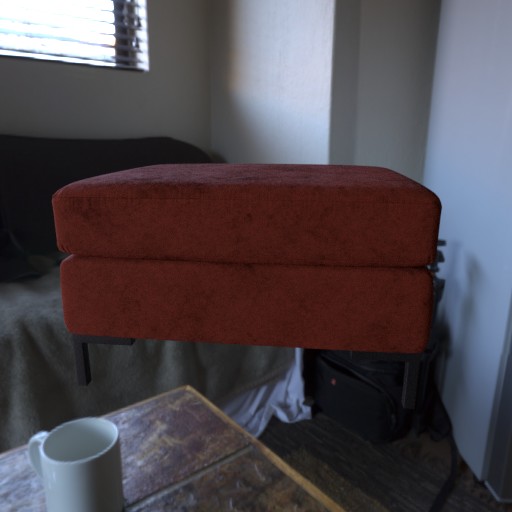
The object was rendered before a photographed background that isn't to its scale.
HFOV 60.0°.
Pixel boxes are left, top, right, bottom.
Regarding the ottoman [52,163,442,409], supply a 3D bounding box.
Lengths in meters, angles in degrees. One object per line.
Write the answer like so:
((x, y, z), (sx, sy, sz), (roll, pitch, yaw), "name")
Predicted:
((0.000, 0.000, 1.186), (0.782, 0.462, 0.650), (2, 16, 7), "ottoman")
